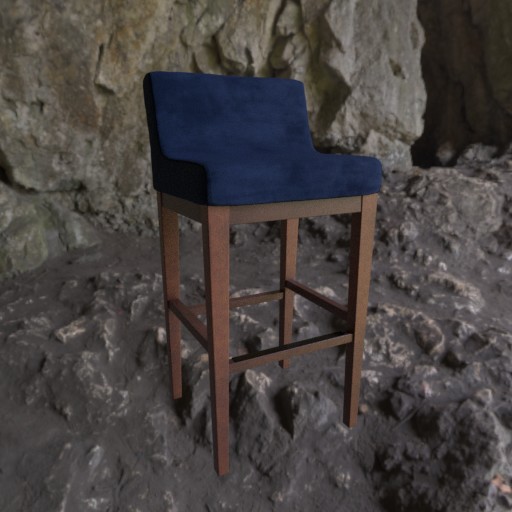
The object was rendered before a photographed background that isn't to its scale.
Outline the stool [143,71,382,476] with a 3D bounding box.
[{"bbox_3d":[0.000,0.000,1.313,0.511,1.037,0.500,-8,17,-26],"label":"stool"}]
